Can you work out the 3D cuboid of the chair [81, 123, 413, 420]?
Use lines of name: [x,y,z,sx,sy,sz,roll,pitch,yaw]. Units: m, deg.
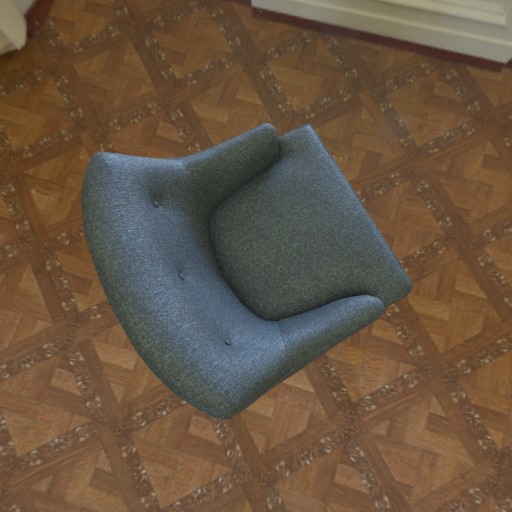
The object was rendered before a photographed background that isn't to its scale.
chair: [0.000,0.000,1.630,0.923,0.856,0.864,-28,78,-7]
